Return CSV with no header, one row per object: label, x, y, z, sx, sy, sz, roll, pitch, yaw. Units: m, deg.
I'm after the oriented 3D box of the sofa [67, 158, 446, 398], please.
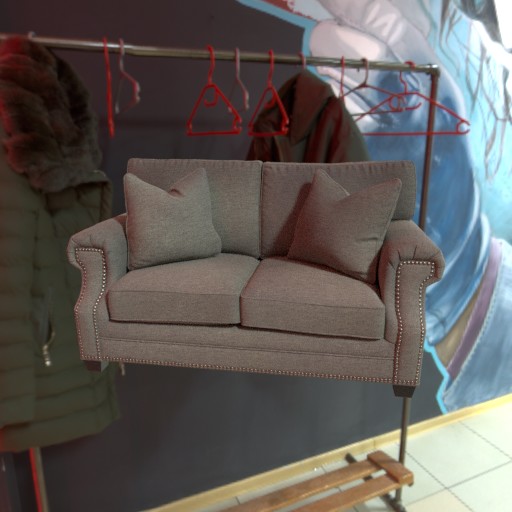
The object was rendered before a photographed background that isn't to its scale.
sofa,0.000,0.000,2.302,1.701,0.966,0.966,2,15,9
